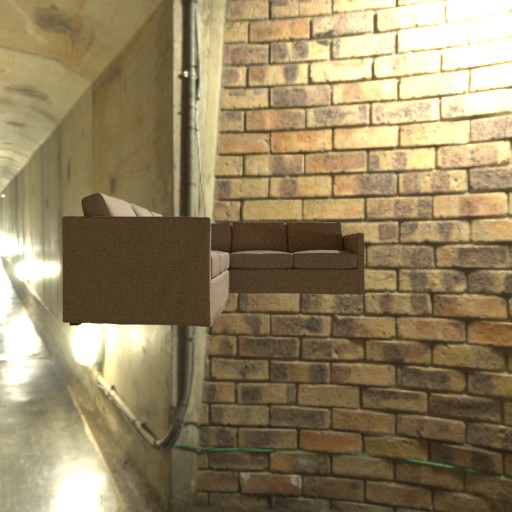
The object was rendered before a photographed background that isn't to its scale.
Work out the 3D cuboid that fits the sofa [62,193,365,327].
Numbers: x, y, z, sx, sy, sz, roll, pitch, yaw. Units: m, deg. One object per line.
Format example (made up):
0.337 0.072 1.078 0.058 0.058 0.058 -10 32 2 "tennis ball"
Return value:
0.000 0.000 4.324 2.432 0.871 3.182 0 0 0 "sofa"
